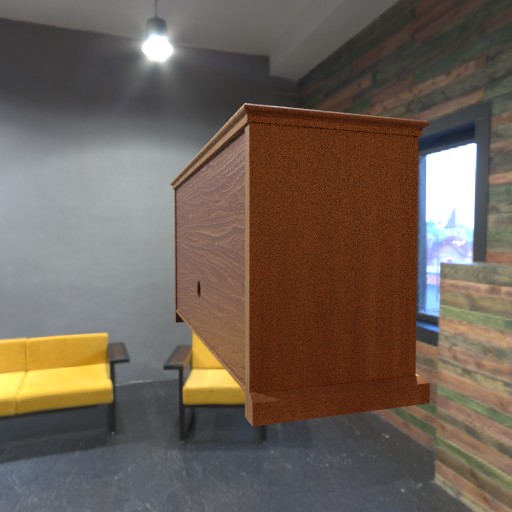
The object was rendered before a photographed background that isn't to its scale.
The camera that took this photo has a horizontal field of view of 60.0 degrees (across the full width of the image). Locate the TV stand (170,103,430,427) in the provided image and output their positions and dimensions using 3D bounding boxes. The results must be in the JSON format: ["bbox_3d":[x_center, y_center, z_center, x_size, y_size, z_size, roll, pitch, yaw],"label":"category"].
[{"bbox_3d":[0.000,0.000,1.451,0.417,0.607,1.181,-1,2,-18],"label":"TV stand"}]
